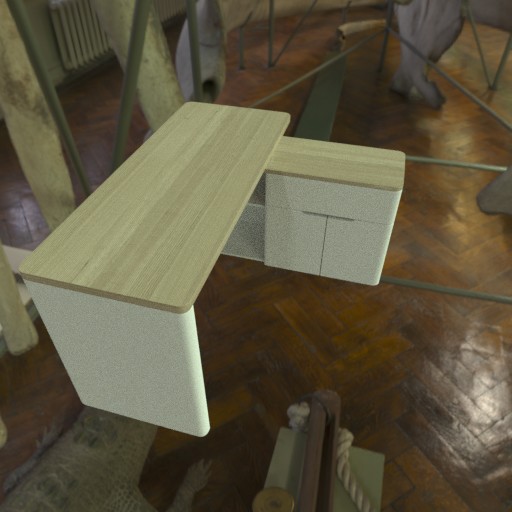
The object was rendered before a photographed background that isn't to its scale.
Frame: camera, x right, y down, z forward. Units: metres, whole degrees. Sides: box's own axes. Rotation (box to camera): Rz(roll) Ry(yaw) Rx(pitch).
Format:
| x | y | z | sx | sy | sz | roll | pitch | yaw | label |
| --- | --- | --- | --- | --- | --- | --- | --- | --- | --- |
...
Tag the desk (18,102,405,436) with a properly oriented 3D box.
| x | y | z | sx | sy | sz | roll | pitch | yaw | label |
| --- | --- | --- | --- | --- | --- | --- | --- | --- | --- |
| 0.000 | 0.000 | 2.019 | 1.175 | 0.770 | 1.400 | 11 | 42 | 12 | desk |
